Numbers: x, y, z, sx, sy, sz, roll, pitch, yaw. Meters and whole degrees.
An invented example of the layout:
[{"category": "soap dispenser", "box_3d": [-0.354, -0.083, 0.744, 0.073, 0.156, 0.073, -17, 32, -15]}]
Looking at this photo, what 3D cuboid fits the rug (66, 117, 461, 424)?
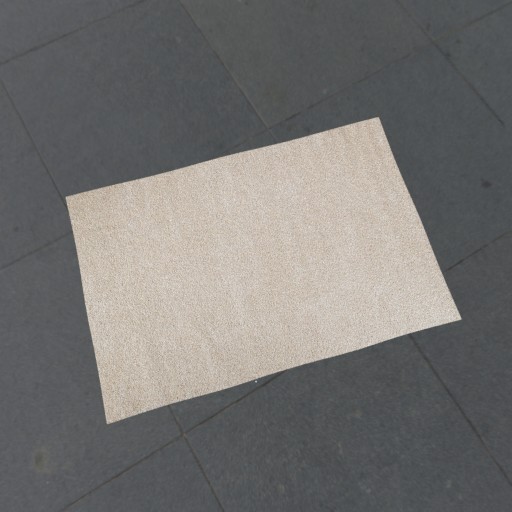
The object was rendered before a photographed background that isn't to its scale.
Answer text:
[{"category": "rug", "box_3d": [0.000, 0.000, 3.471, 2.699, 0.025, 1.800, -15, 75, -4]}]
